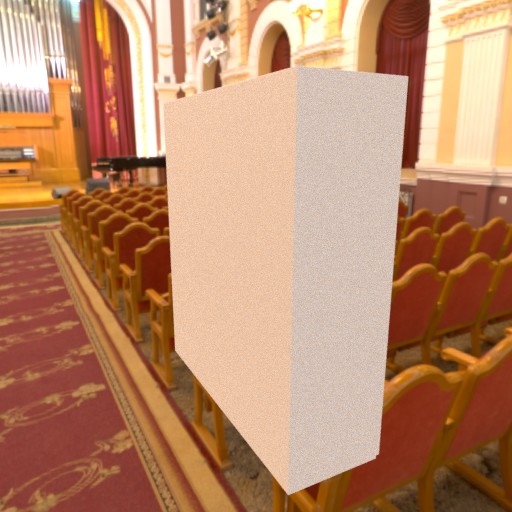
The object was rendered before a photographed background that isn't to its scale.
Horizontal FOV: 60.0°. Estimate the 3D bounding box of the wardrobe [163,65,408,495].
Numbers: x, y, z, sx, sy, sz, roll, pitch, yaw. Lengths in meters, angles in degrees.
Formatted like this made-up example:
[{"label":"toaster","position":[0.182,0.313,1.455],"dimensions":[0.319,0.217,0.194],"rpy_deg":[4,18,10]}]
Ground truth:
[{"label":"wardrobe","position":[0.000,0.000,2.910],"dimensions":[0.600,2.020,1.830],"rpy_deg":[-7,16,-27]}]
